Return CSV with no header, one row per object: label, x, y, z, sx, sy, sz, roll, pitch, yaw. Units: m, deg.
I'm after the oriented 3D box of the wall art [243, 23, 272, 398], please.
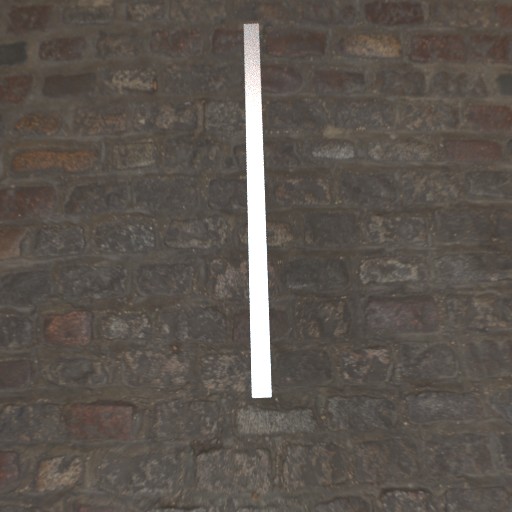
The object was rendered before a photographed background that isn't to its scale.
wall art,0.000,0.000,1.406,0.037,1.062,0.801,-1,75,0
